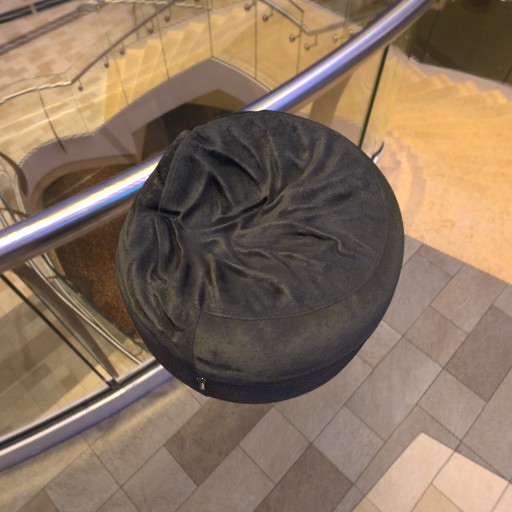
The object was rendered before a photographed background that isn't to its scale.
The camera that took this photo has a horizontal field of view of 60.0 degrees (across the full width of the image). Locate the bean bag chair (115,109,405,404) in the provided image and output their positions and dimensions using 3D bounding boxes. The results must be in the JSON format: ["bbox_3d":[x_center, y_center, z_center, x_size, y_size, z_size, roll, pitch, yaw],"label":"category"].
[{"bbox_3d":[0.000,0.000,1.506,0.918,0.605,0.918,0,58,0],"label":"bean bag chair"}]
